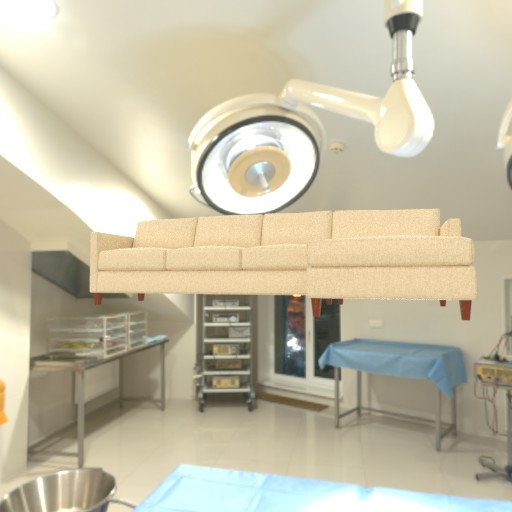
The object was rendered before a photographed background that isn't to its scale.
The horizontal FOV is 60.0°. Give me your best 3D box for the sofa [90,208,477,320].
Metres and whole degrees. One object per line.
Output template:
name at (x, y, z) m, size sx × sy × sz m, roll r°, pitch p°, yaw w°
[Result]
sofa at (0.000, 0.000, 4.104) m, size 3.471 × 0.954 × 1.603 m, roll -1°, pitch -3°, yaw 17°
